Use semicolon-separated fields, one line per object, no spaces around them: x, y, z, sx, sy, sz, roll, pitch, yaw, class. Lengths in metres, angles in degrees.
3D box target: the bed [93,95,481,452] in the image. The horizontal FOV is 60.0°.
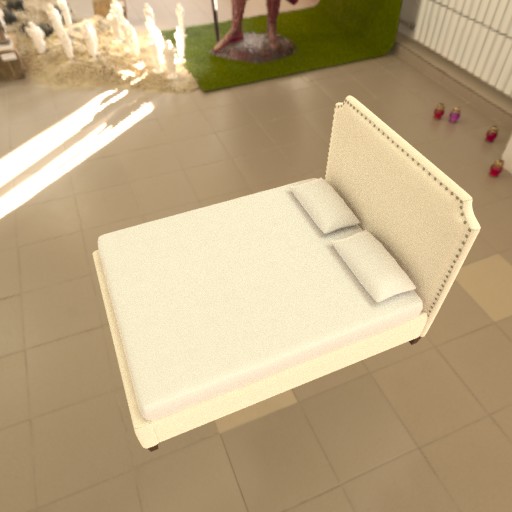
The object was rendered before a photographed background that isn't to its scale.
0.000;0.000;3.404;2.372;1.497;1.712;-17;49;-15;bed
